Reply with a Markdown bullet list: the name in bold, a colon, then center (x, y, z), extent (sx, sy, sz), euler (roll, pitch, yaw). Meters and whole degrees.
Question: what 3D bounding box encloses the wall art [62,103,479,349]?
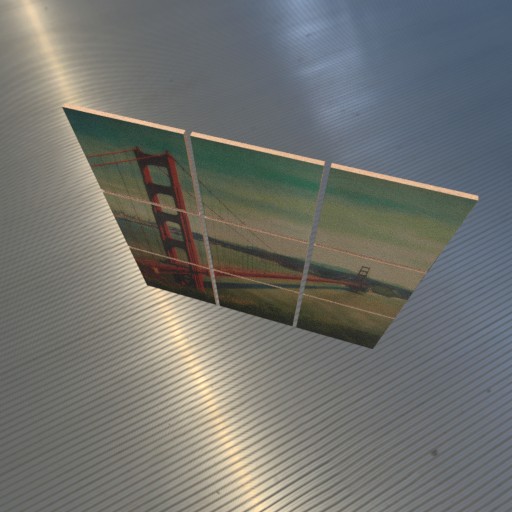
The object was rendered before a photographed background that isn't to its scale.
- **wall art**: center (0.000, 0.000, 1.334), extent (0.917, 0.910, 0.012), euler (15, 61, 8)
